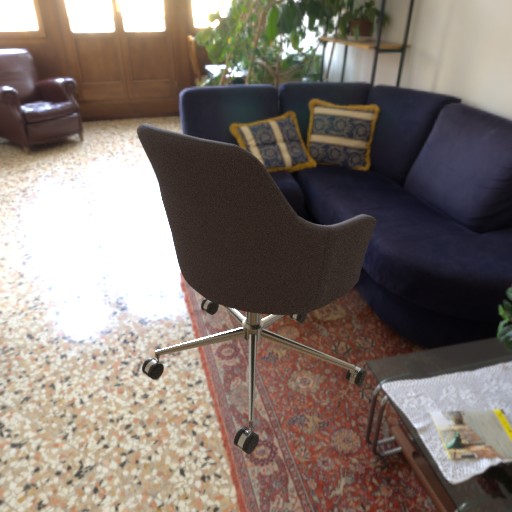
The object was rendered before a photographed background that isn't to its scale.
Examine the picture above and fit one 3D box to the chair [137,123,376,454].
[{"bbox_3d":[0.000,0.000,1.283,0.655,0.820,0.600,22,37,33],"label":"chair"}]
